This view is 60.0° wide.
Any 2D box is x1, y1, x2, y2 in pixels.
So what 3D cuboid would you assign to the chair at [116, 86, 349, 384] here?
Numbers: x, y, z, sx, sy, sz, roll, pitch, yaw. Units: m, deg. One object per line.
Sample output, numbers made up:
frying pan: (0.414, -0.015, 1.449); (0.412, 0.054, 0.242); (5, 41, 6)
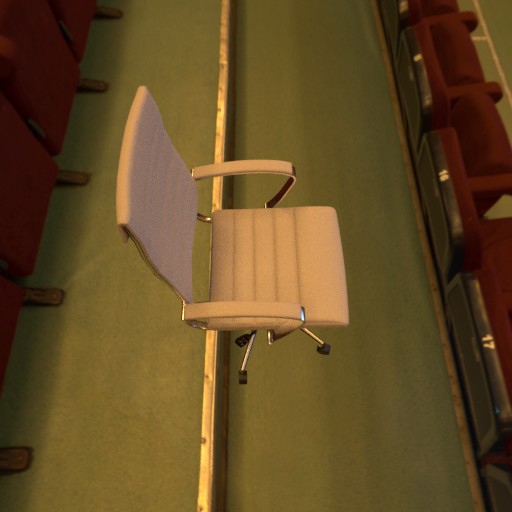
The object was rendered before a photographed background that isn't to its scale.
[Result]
chair: (0.000, 0.000, 1.588); (0.667, 1.149, 0.679); (-1, 62, 0)
